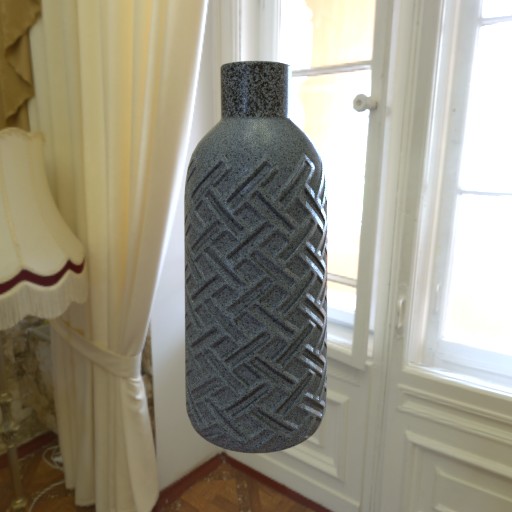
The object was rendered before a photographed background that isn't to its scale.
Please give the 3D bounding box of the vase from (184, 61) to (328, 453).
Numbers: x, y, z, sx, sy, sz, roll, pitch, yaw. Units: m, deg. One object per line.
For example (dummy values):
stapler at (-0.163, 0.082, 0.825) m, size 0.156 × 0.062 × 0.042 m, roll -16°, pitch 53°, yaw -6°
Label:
vase at (0.000, 0.000, 0.355) m, size 0.122 × 0.282 × 0.122 m, roll 0°, pitch 15°, yaw 0°
